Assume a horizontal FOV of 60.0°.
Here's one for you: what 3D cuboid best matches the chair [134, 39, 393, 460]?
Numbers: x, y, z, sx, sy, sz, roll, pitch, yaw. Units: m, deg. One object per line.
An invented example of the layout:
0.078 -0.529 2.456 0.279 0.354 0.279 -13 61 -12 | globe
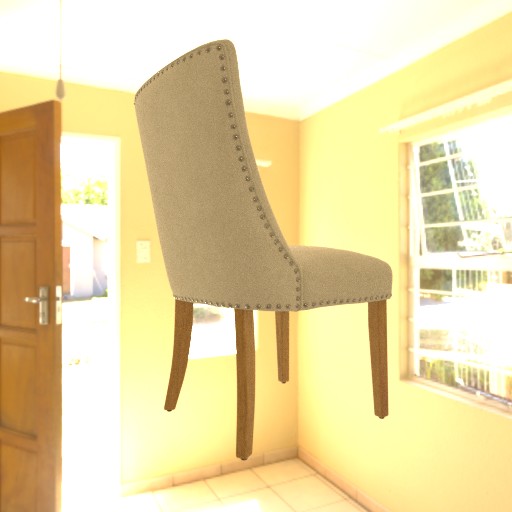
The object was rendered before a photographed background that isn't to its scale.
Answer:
0.000 0.000 1.238 0.610 0.902 0.495 0 0 -36 | chair
